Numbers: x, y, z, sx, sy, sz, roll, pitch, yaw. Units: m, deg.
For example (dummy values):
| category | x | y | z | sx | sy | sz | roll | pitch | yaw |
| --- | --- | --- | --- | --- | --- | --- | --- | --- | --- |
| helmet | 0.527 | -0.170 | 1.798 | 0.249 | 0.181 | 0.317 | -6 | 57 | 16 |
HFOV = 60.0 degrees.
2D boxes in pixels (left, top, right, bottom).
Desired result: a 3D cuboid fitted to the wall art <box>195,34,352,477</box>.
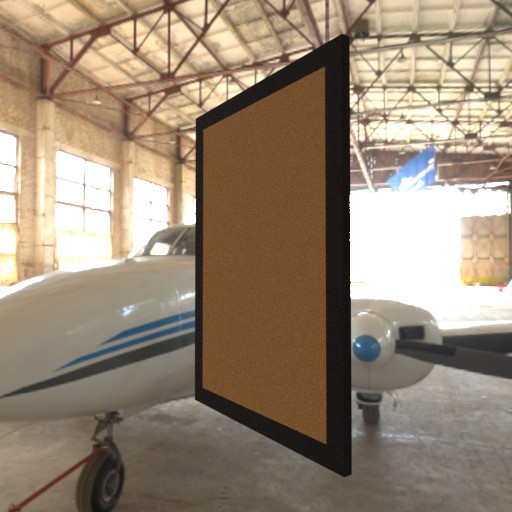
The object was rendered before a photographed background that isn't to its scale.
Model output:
| category | x | y | z | sx | sy | sz | roll | pitch | yaw |
| --- | --- | --- | --- | --- | --- | --- | --- | --- | --- |
| wall art | 0.000 | 0.000 | 0.691 | 0.013 | 0.534 | 0.380 | 1 | -2 | -35 |
